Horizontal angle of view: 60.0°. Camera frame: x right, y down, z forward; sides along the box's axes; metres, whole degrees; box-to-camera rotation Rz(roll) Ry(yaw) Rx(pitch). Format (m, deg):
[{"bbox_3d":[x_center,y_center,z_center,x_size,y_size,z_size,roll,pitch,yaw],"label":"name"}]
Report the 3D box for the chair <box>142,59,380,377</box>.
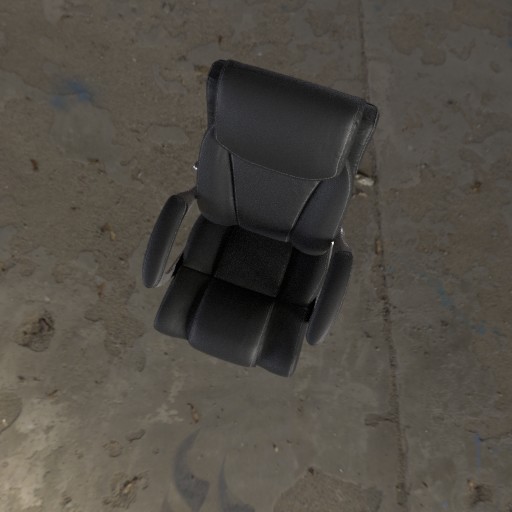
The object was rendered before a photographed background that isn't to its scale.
[{"bbox_3d":[0.000,0.000,1.649,0.741,1.167,0.784,19,75,5],"label":"chair"}]
